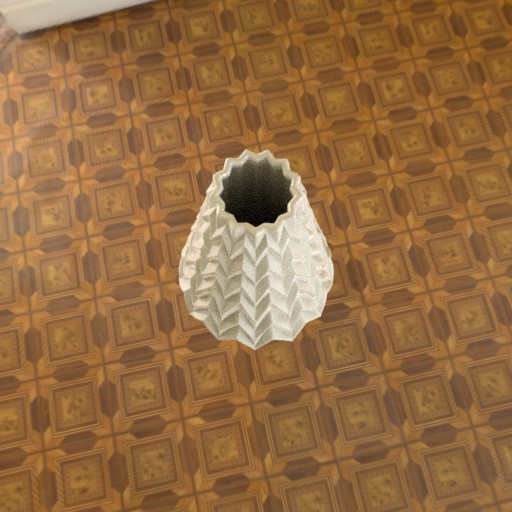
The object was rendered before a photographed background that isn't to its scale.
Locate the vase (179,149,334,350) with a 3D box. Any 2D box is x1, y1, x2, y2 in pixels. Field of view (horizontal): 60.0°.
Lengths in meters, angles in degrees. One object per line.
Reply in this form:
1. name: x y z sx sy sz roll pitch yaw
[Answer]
1. vase: 0.000 0.000 0.421 0.167 0.328 0.167 0 76 0
